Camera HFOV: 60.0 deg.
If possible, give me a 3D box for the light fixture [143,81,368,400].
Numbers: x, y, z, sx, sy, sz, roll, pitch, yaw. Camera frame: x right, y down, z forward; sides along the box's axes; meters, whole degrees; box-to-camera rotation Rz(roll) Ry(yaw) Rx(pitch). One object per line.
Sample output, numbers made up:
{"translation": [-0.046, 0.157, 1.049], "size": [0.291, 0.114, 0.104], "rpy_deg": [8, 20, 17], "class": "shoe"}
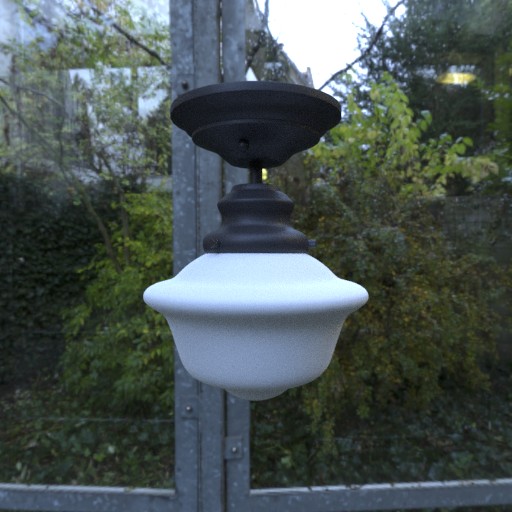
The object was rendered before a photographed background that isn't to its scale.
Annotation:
{"translation": [0.000, 0.000, 0.396], "size": [0.197, 0.254, 0.197], "rpy_deg": [0, 0, 0], "class": "light fixture"}
